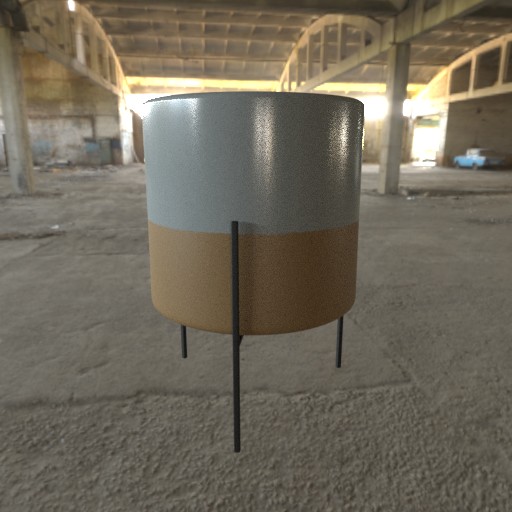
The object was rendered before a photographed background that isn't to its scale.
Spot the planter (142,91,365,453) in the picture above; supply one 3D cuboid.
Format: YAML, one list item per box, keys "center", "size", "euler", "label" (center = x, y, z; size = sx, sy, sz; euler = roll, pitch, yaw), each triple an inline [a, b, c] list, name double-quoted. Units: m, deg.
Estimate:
- center: [0.000, 0.000, 0.660]
  size: [0.310, 0.432, 0.310]
  euler: [-2, 14, -7]
  label: "planter"
